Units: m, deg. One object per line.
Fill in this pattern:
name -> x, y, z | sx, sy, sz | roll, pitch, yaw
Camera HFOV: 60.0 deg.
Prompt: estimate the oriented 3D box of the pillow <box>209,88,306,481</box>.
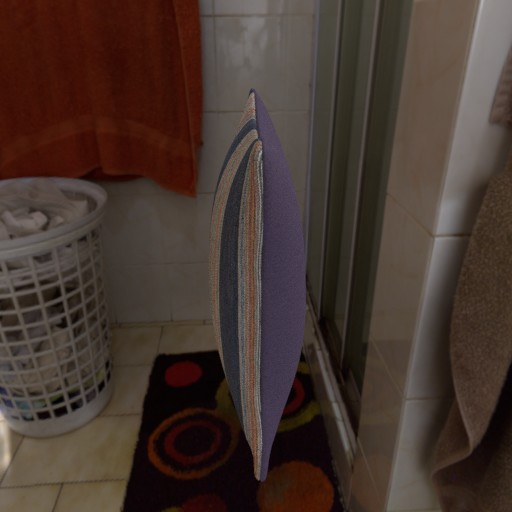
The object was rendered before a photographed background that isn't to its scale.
pillow -> 0.000, 0.000, 0.648 | 0.136, 0.419, 0.437 | -1, 27, -1
